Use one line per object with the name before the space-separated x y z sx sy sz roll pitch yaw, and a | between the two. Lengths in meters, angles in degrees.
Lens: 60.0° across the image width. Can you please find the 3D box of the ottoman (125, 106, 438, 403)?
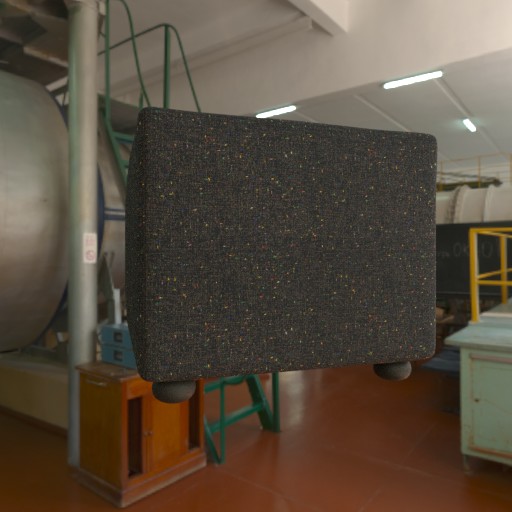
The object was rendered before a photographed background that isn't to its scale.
ottoman | 0.000 0.000 0.905 0.508 0.432 0.508 0 0 -18
